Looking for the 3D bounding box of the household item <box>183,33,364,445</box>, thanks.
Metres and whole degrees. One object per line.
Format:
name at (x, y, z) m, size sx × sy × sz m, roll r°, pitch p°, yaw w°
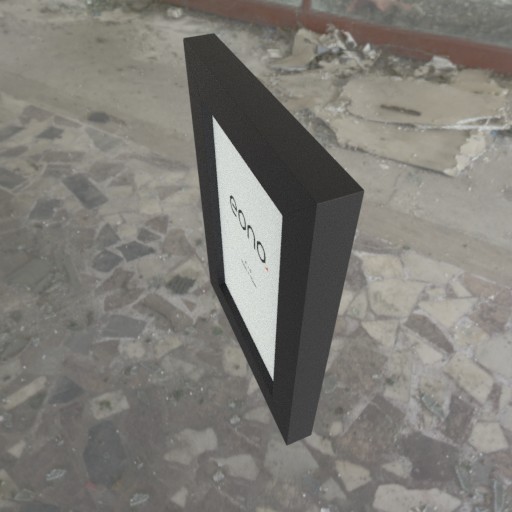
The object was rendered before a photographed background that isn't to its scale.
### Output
household item at (0.000, 0.000, 0.234) m, size 0.022 × 0.178 × 0.133 m, roll -17°, pitch 48°, yaw -16°
